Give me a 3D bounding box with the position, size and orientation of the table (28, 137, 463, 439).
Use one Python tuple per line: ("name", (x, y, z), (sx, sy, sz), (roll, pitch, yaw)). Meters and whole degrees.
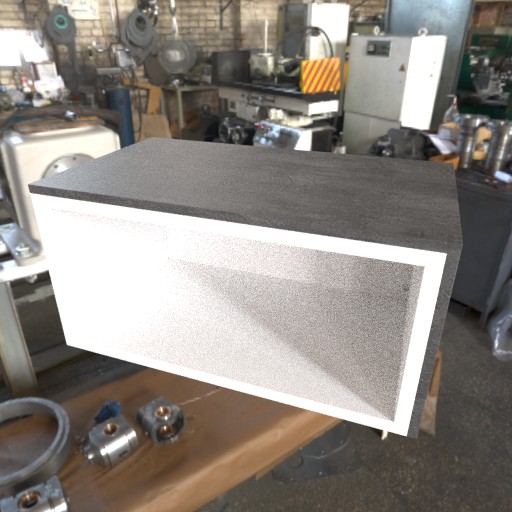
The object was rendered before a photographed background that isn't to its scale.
("table", (0.000, 0.000, 0.911), (0.700, 0.350, 0.400), (9, 29, 18))
